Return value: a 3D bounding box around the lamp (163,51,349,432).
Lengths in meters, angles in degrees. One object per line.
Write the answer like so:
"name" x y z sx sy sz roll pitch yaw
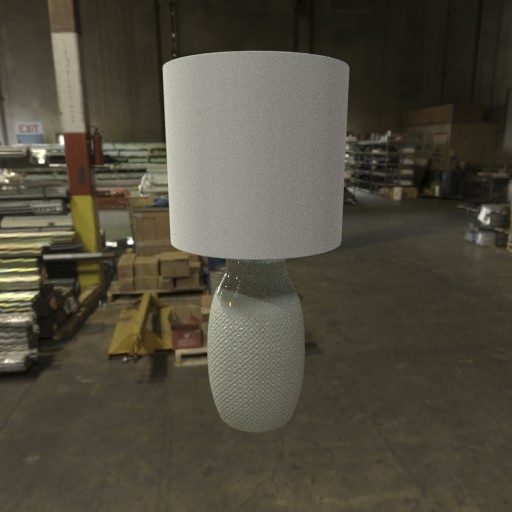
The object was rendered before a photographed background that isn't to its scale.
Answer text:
"lamp" 0.000 0.000 0.579 0.217 0.453 0.217 -2 14 -8
